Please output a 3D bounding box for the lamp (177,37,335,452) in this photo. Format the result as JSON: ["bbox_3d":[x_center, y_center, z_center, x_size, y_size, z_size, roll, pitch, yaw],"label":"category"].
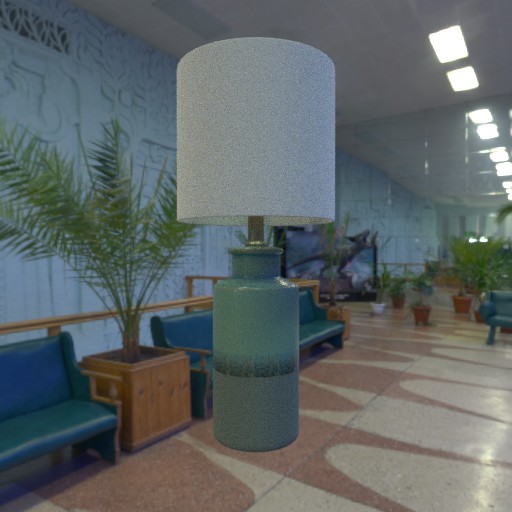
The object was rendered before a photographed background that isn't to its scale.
[{"bbox_3d":[0.000,0.000,0.605,0.212,0.493,0.212,1,1,35],"label":"lamp"}]
